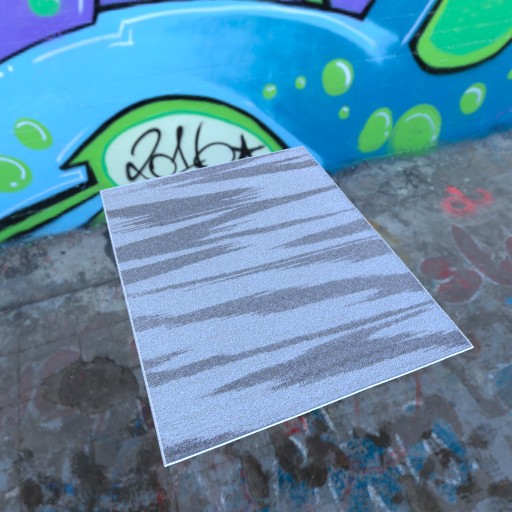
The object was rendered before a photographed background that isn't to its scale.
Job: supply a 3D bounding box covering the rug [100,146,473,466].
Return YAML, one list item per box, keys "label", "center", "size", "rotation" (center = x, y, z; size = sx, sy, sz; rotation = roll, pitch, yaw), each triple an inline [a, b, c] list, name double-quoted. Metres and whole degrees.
- label: "rug"
  center: [0.000, 0.000, 3.961]
  size: [2.353, 0.014, 2.945]
  rotation: [-16, 48, -15]
